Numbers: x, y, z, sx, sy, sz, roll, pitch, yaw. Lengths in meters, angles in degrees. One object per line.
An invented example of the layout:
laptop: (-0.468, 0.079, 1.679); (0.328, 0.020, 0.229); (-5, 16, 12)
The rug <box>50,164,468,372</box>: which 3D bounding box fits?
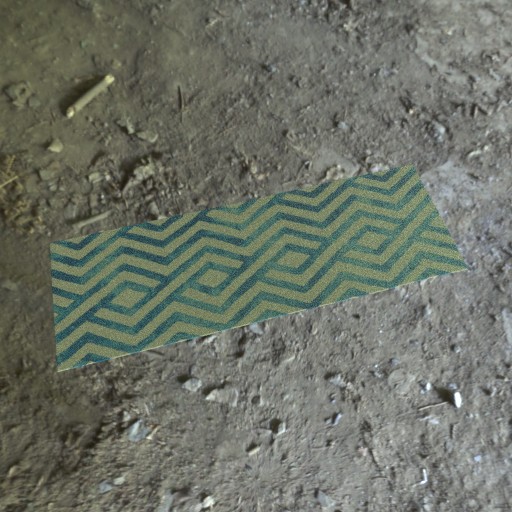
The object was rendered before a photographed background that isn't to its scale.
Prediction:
rug: (0.000, 0.000, 1.662); (1.492, 0.007, 0.503); (-13, 64, -7)
